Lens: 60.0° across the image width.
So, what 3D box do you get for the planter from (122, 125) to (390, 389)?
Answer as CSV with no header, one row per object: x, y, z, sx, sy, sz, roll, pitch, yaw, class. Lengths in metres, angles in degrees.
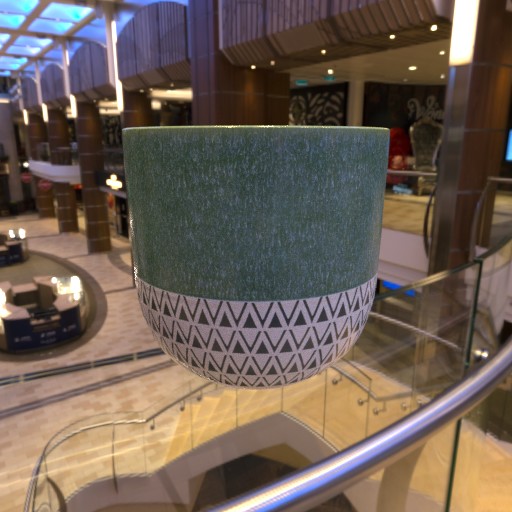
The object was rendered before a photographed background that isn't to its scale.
0.000,0.000,0.492,0.266,0.270,0.266,0,15,0,planter
